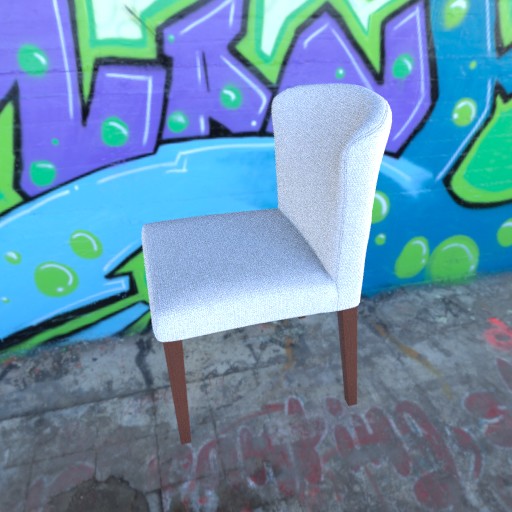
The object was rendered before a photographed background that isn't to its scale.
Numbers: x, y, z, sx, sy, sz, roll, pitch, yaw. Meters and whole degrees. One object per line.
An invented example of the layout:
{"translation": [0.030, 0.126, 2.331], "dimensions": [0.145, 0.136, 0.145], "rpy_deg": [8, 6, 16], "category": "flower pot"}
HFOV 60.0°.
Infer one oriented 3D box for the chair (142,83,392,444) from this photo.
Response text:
{"translation": [0.000, 0.000, 1.207], "dimensions": [0.589, 0.839, 0.491], "rpy_deg": [-8, 32, -13], "category": "chair"}
